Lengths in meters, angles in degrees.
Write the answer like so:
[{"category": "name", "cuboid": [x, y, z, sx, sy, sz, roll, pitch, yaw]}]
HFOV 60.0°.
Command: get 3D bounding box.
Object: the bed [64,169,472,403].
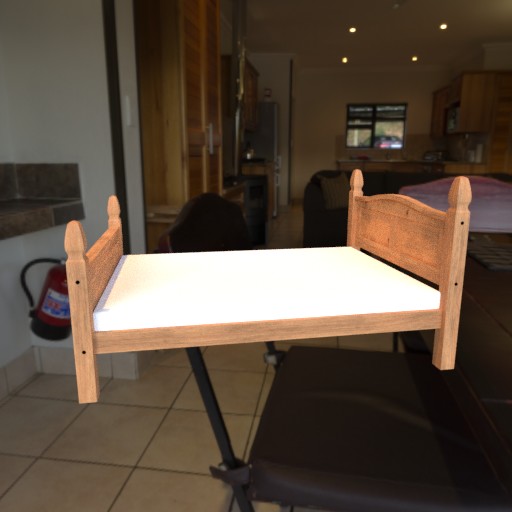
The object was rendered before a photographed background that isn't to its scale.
[{"category": "bed", "cuboid": [0.000, 0.000, 2.985, 2.069, 1.100, 1.490, -2, 13, -10]}]
